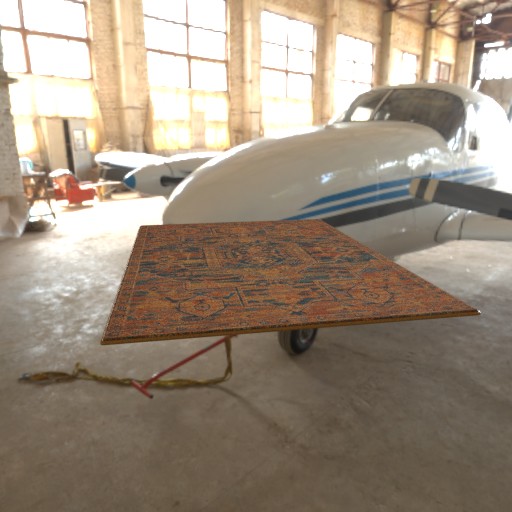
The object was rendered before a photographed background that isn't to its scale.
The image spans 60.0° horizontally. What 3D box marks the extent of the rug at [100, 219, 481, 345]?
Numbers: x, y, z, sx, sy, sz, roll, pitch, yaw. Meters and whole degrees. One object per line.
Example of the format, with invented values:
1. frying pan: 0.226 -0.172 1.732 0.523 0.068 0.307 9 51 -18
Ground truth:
1. rug: 0.000 0.000 2.830 1.588 0.024 2.204 -3 16 -10
